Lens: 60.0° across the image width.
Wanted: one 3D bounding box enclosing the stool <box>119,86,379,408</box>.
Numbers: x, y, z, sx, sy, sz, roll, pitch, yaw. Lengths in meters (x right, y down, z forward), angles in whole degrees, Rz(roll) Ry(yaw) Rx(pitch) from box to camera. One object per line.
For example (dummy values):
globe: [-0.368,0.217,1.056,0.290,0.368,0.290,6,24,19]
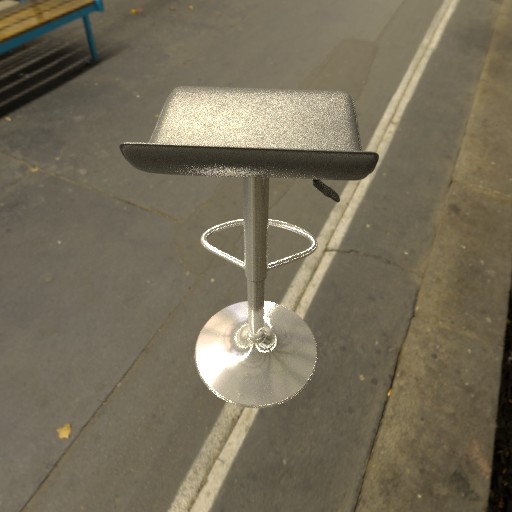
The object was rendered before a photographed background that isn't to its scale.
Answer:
stool: [0.000,0.000,1.064,0.381,0.851,0.381,3,47,3]
